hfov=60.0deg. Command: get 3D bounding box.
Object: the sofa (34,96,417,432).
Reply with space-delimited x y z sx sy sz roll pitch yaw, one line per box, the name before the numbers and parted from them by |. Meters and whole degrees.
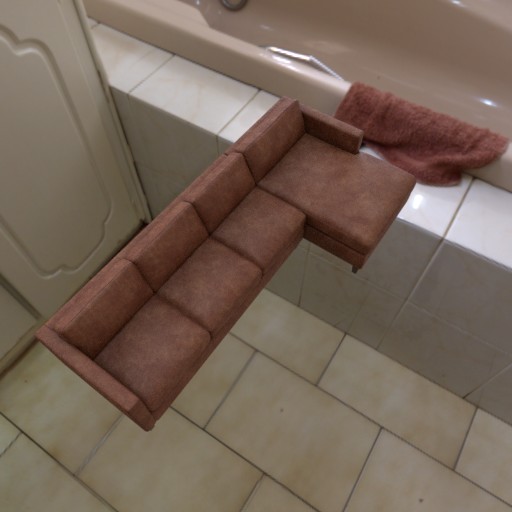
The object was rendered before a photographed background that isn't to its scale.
sofa | 0.000 0.000 3.819 1.581 0.883 3.203 31 62 18
